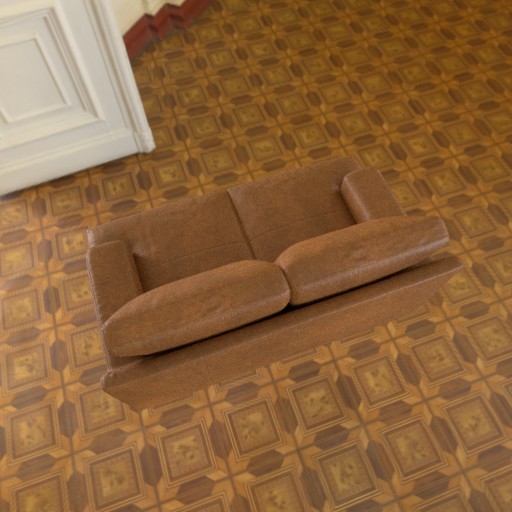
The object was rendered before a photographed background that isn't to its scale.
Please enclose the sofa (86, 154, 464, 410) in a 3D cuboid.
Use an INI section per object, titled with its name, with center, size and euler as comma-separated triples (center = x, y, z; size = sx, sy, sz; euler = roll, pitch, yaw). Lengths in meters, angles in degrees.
[sofa]
center = 0.000, 0.000, 2.549
size = 1.880, 0.966, 1.144
euler = -17, 61, -10
